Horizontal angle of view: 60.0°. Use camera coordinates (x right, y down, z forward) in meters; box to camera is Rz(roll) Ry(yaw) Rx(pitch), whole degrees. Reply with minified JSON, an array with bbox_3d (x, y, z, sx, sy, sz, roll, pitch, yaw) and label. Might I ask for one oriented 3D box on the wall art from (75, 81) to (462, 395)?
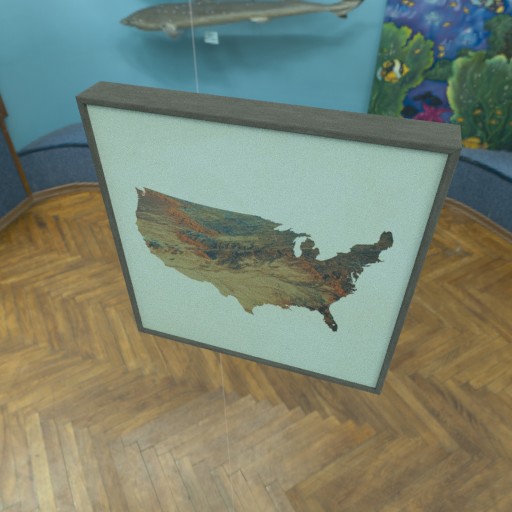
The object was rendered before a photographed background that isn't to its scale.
[{"bbox_3d":[0.000,0.000,0.445,0.303,0.302,0.038,12,42,13],"label":"wall art"}]
